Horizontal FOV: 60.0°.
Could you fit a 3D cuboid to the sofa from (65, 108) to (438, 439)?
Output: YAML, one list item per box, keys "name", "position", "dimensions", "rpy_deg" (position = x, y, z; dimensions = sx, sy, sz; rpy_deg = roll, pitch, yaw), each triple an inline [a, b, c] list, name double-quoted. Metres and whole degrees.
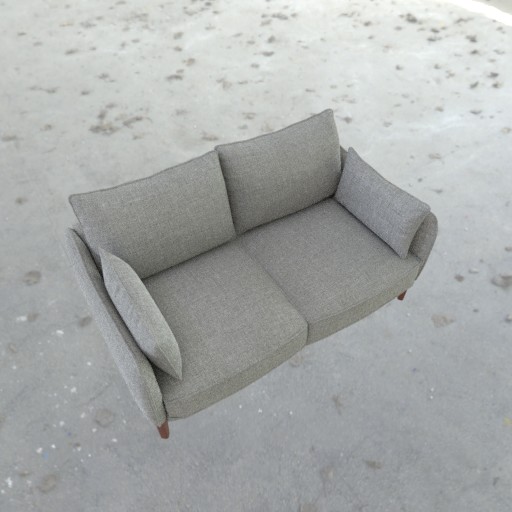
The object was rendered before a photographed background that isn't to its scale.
- name: "sofa"
  position: [0.000, 0.000, 2.178]
  dimensions: [1.580, 0.851, 0.972]
  rpy_deg: [-25, 53, -21]
